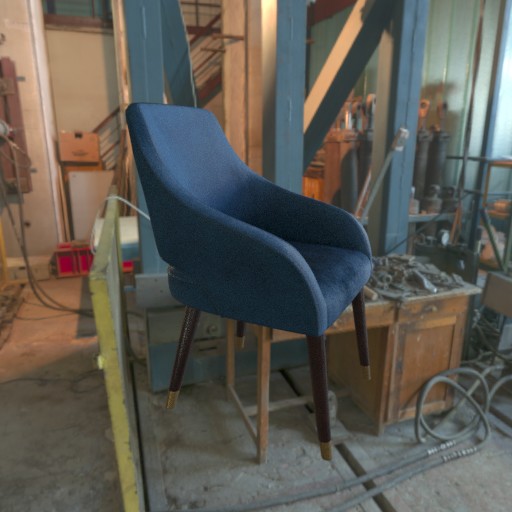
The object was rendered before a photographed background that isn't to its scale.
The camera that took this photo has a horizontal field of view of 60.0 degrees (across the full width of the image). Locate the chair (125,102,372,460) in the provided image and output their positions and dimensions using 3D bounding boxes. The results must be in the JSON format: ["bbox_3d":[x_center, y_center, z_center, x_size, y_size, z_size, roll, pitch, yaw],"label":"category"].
[{"bbox_3d":[0.000,0.000,1.633,0.794,1.081,0.683,8,17,26],"label":"chair"}]
